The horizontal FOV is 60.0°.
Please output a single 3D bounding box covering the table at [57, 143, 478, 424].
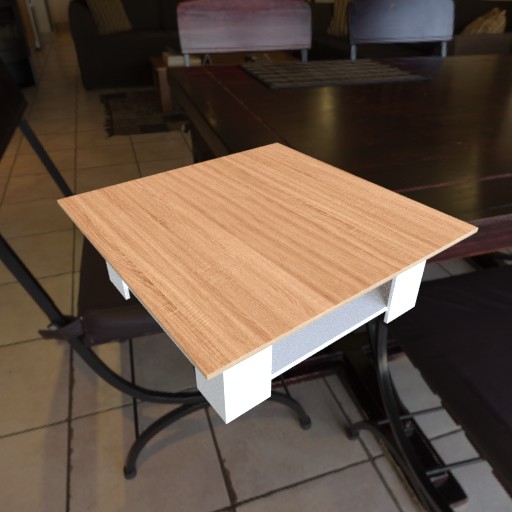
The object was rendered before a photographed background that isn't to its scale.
[{"bbox_3d":[0.000,0.000,1.399,0.890,0.305,0.890,-22,39,-30],"label":"table"}]
